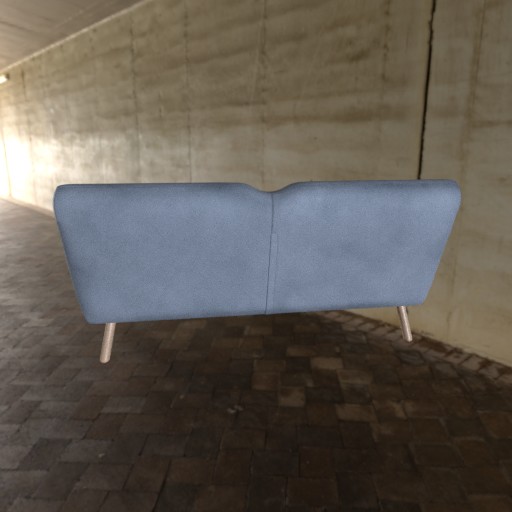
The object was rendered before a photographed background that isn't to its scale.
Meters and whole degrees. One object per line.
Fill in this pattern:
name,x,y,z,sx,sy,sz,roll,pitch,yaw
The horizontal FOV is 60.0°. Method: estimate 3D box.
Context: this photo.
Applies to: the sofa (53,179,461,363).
sofa,0.000,0.000,2.261,1.870,0.810,0.850,-2,14,-9
